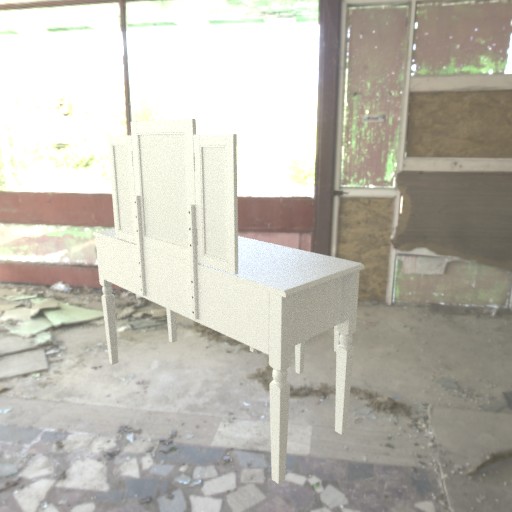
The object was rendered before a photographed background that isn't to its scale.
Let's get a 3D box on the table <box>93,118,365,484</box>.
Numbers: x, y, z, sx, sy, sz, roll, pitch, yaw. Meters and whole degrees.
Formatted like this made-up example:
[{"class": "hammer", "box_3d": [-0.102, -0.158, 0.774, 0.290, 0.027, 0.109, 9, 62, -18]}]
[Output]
[{"class": "table", "box_3d": [0.000, 0.000, 2.288, 1.115, 1.310, 1.369, -14, 20, -43]}]
